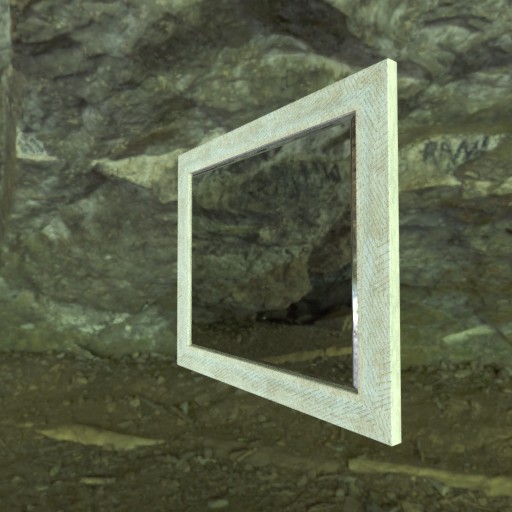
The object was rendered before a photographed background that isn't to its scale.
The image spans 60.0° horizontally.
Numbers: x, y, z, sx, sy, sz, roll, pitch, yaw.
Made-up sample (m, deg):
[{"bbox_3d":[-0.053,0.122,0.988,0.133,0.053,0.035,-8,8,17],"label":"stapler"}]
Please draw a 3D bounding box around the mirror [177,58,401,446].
[{"bbox_3d":[0.000,0.000,1.129,0.028,0.689,0.839,1,-2,-36],"label":"mirror"}]
